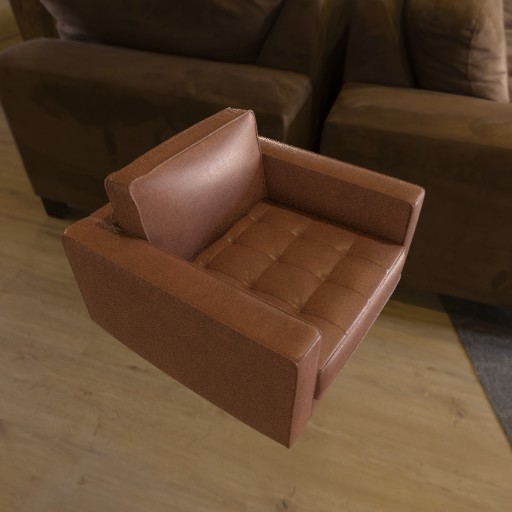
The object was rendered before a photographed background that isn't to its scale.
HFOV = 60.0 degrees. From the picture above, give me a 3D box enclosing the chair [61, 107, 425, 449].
[{"bbox_3d":[0.000,0.000,1.573,0.900,0.770,0.920,25,48,25],"label":"chair"}]
